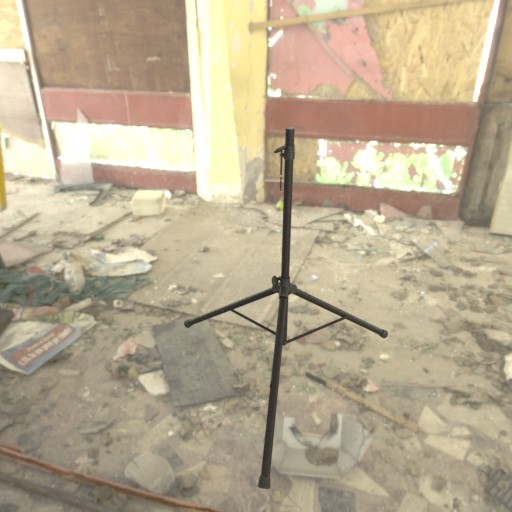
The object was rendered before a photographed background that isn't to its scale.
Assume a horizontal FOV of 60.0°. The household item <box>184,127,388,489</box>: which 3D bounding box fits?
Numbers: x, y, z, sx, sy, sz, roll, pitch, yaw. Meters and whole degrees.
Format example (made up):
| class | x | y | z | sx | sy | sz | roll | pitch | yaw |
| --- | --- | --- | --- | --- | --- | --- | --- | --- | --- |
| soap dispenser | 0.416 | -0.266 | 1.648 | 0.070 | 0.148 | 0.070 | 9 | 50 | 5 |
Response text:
| class | x | y | z | sx | sy | sz | roll | pitch | yaw |
| --- | --- | --- | --- | --- | --- | --- | --- | --- | --- |
| household item | 0.000 | 0.000 | 2.743 | 1.339 | 1.595 | 1.596 | 19 | 32 | 33 |
